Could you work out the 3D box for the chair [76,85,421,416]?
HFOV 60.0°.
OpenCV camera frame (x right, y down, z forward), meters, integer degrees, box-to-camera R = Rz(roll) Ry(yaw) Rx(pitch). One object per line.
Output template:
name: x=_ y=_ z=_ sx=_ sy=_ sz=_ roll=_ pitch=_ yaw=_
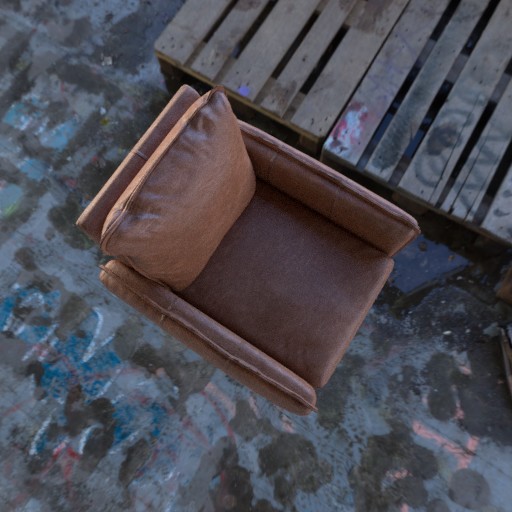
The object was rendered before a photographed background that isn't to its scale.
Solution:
chair: x=0.000 y=0.000 z=1.647 sx=0.922 sy=0.922 sz=0.830 roll=32 pitch=78 yaw=8
